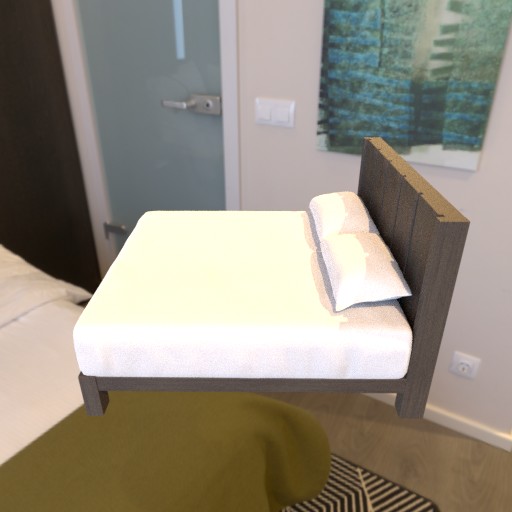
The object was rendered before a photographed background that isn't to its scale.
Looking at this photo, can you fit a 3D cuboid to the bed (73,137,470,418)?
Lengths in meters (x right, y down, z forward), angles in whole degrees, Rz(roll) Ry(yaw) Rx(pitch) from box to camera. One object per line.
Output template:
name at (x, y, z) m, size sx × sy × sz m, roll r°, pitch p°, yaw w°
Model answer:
bed at (0.000, 0.000, 3.098) m, size 1.992 × 1.261 × 1.735 m, roll 0°, pitch 27°, yaw 1°
